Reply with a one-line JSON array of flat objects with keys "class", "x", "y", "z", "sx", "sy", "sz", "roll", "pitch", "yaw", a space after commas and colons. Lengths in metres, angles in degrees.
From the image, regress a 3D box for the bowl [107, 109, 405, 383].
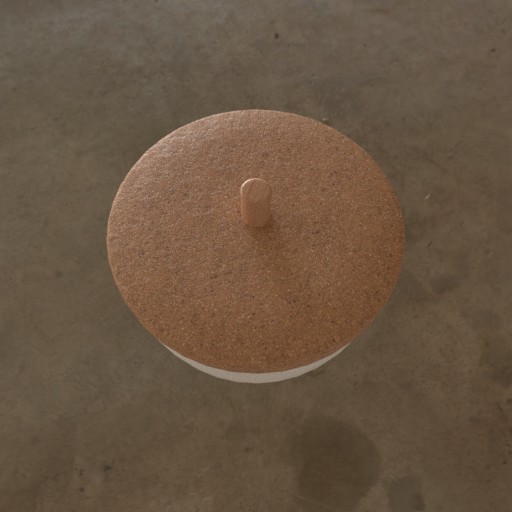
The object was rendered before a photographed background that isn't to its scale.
[{"class": "bowl", "x": 0.000, "y": 0.000, "z": 0.219, "sx": 0.126, "sy": 0.110, "sz": 0.126, "roll": 0, "pitch": 63, "yaw": 0}]
